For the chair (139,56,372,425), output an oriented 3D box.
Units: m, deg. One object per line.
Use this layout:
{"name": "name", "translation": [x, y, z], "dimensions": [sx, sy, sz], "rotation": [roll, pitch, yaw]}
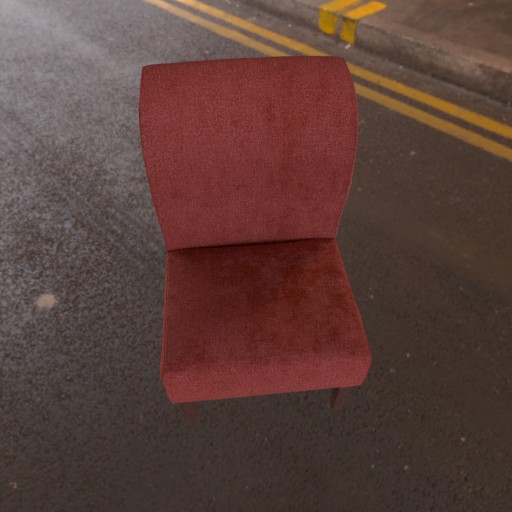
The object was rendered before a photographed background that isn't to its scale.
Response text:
{"name": "chair", "translation": [0.000, 0.000, 1.238], "dimensions": [0.538, 0.846, 0.640], "rotation": [-4, 47, -4]}
